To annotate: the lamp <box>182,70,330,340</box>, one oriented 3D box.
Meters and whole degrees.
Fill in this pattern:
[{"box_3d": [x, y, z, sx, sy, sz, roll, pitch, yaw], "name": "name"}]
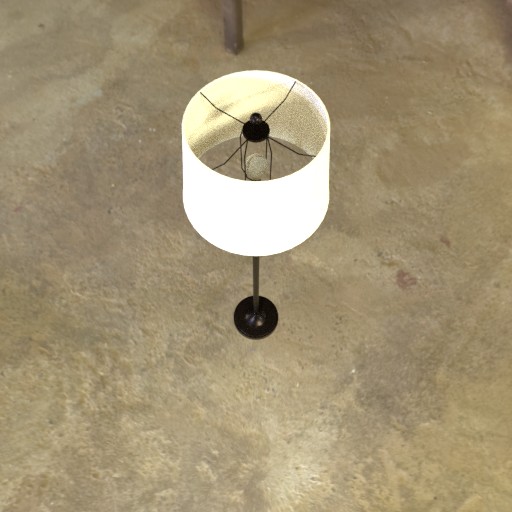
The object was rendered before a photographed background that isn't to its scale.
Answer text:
[{"box_3d": [0.000, 0.000, 1.697, 0.431, 1.484, 0.431, 0, 64, 0], "name": "lamp"}]
